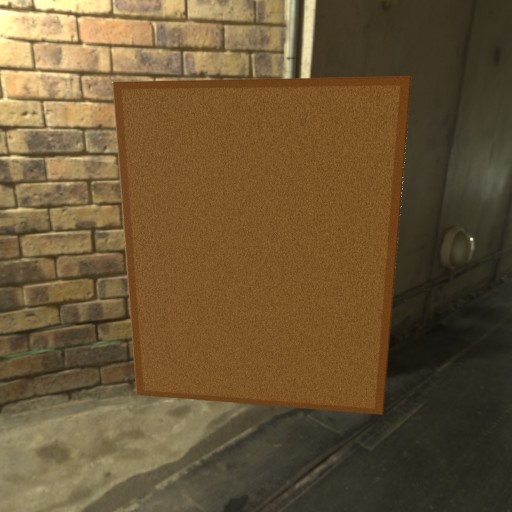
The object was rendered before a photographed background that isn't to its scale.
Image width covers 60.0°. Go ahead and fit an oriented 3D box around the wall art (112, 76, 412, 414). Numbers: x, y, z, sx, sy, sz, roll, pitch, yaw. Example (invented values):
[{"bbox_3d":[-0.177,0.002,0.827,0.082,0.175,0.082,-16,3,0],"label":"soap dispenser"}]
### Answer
[{"bbox_3d":[0.000,0.000,0.509,0.310,0.379,0.015,2,15,8],"label":"wall art"}]
